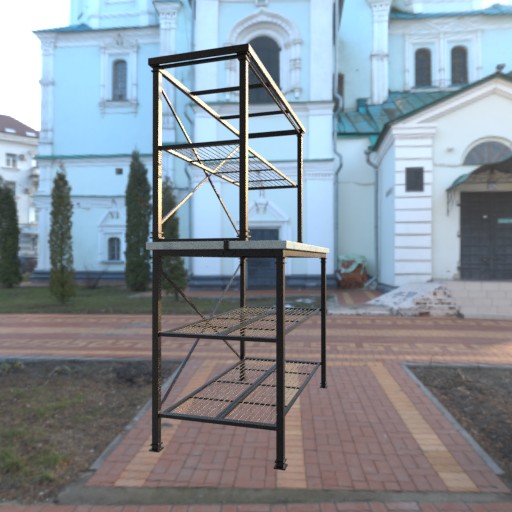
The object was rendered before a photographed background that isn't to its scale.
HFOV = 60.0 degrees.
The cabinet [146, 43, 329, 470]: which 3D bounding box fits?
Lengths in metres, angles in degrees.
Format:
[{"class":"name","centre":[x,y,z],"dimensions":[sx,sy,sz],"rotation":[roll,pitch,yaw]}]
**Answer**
[{"class":"cabinet","centre":[0.000,0.000,2.344],"dimensions":[0.610,1.659,1.210],"rotation":[0,-1,17]}]
